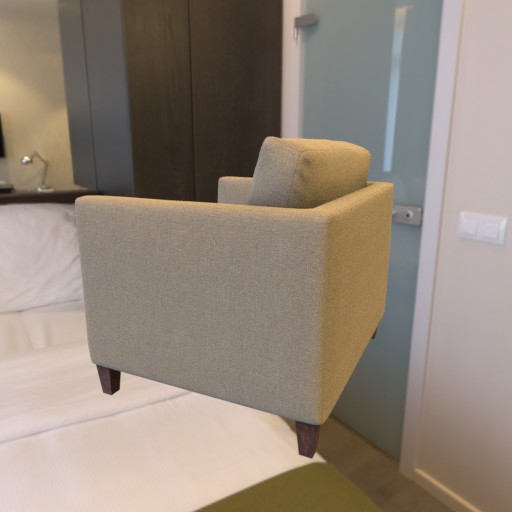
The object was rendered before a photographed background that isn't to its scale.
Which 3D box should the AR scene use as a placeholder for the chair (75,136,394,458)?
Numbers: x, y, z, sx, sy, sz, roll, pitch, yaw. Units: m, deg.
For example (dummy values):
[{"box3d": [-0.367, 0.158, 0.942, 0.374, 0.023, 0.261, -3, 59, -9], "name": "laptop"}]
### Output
[{"box3d": [0.000, 0.000, 1.876, 0.959, 0.963, 1.107, 7, 16, 25], "name": "chair"}]
